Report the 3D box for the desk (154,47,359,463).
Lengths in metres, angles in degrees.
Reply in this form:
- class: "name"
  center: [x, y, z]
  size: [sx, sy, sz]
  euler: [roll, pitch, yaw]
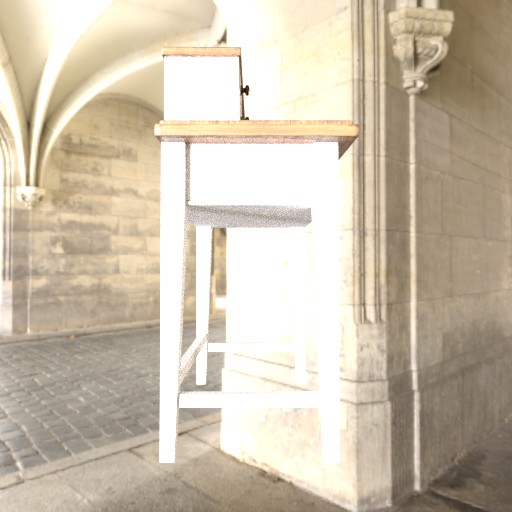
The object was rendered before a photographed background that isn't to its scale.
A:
- class: "desk"
  center: [0.000, 0.000, 1.403]
  size: [0.462, 0.981, 0.814]
  euler: [0, -1, 0]
